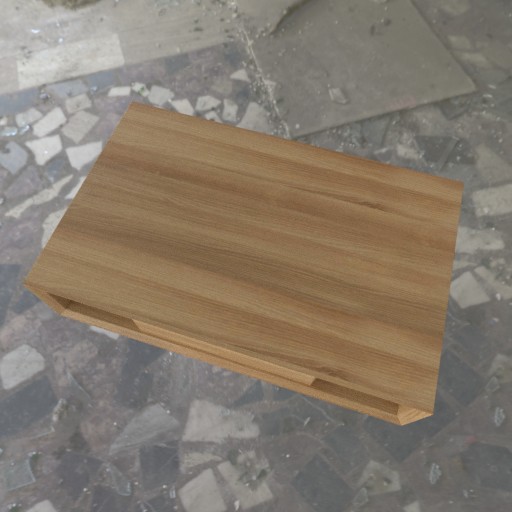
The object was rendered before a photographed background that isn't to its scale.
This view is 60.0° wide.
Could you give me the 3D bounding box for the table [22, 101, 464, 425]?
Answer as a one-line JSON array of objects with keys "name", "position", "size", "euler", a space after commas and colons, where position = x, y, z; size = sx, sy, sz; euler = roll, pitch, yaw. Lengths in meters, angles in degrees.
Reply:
[{"name": "table", "position": [0.000, 0.000, 1.417], "size": [1.100, 0.330, 0.700], "euler": [16, 65, 8]}]
